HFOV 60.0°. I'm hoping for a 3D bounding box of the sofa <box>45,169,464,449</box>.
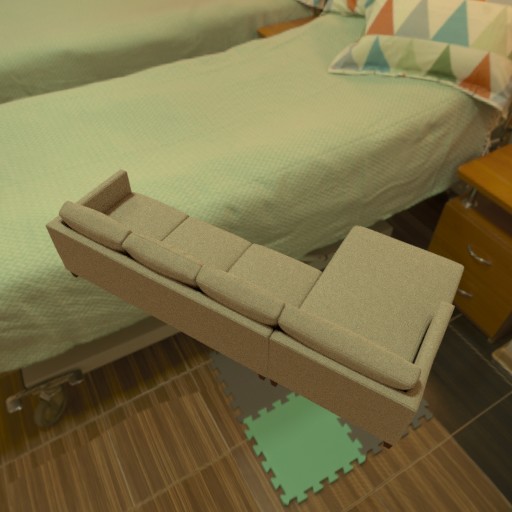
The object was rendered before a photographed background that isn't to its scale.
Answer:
[{"bbox_3d":[0.000,0.000,3.823,3.186,0.846,1.625,24,52,20],"label":"sofa"}]
